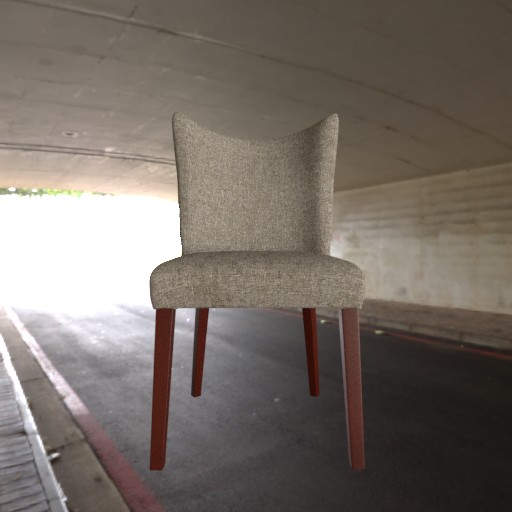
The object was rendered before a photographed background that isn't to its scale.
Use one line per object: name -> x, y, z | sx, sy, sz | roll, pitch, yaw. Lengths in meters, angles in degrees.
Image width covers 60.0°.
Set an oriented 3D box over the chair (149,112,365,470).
chair -> 0.000, 0.000, 1.265 | 0.535, 0.924, 0.623 | 0, 1, -1
